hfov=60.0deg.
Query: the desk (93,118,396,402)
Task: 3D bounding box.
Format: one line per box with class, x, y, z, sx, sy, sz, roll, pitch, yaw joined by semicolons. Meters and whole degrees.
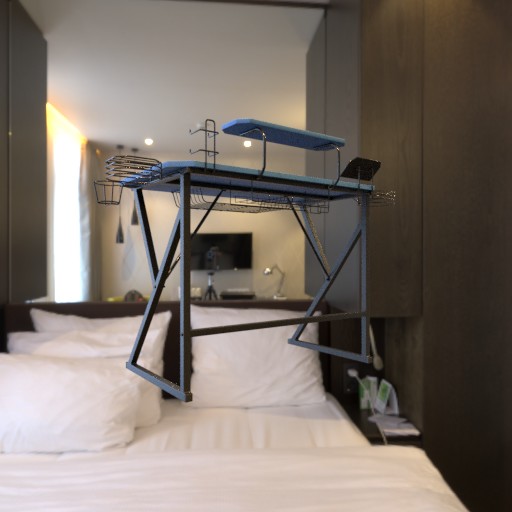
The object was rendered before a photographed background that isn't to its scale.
desk;0.000;0.000;1.820;1.295;0.909;0.594;0;0;-36
